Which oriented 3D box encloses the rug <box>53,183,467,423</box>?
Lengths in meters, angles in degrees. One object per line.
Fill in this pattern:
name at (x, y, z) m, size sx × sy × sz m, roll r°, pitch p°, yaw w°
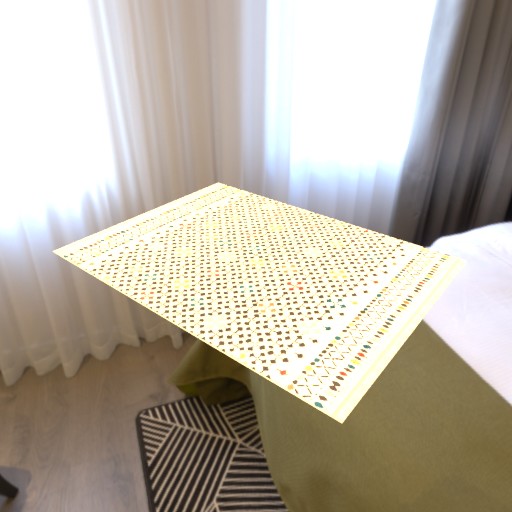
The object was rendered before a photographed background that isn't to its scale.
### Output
rug at (0.000, 0.000, 2.066) m, size 1.556 × 0.006 × 1.146 m, roll 22°, pitch 37°, yaw 33°
